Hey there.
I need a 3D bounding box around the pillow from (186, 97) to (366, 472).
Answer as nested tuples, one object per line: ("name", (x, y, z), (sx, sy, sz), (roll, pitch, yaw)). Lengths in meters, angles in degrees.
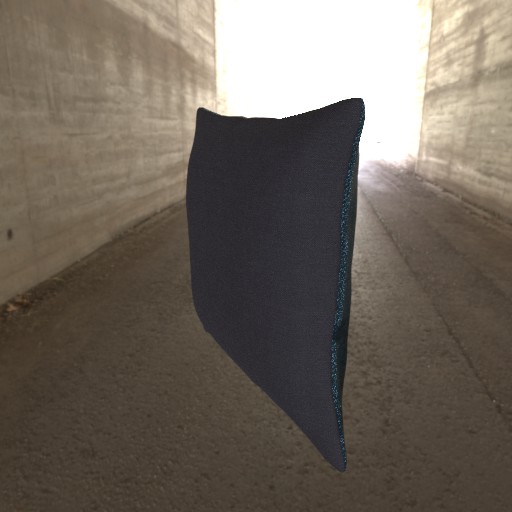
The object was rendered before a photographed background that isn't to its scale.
("pillow", (0.000, 0.000, 0.651), (0.138, 0.430, 0.436), (-8, 18, -27))
